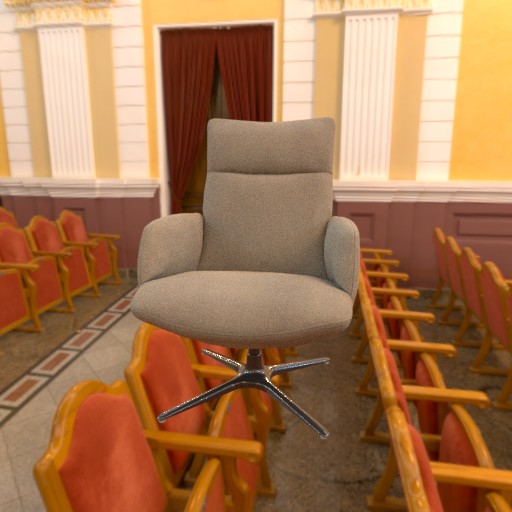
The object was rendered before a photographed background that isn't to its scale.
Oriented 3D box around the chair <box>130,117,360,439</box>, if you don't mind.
[{"bbox_3d":[0.000,0.000,1.614,0.711,1.016,0.889,2,13,9],"label":"chair"}]
